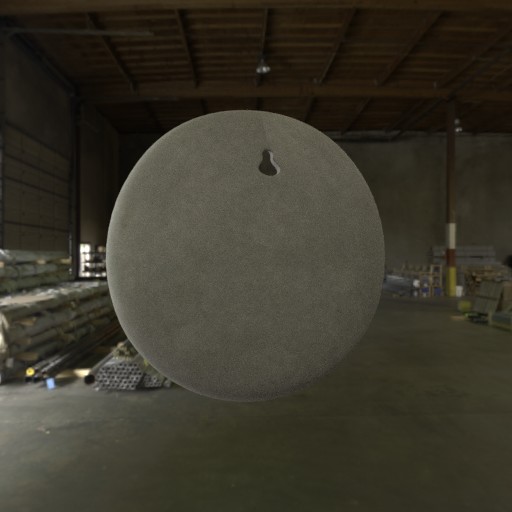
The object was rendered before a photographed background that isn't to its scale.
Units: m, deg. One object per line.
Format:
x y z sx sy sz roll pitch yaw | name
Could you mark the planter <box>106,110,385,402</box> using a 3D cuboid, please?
0.000 0.000 0.288 0.185 0.188 0.071 0 0 -16 | planter
